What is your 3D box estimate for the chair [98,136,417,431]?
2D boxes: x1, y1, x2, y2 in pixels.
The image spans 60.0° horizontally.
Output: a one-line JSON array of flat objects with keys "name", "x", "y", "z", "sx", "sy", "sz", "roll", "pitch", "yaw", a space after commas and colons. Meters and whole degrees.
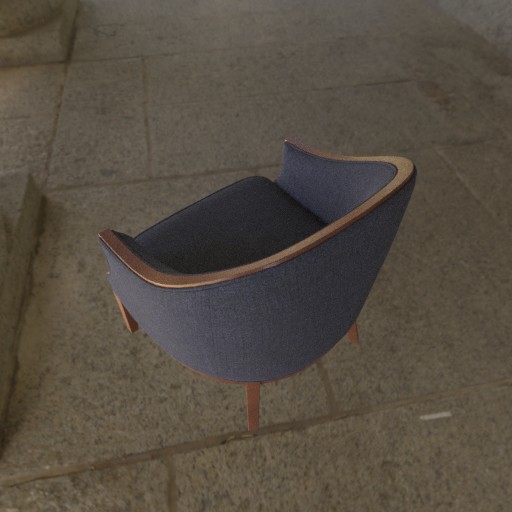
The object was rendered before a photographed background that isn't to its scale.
[{"name": "chair", "x": 0.000, "y": 0.000, "z": 1.442, "sx": 0.803, "sy": 0.876, "sz": 0.735, "roll": -33, "pitch": 56, "yaw": -26}]
